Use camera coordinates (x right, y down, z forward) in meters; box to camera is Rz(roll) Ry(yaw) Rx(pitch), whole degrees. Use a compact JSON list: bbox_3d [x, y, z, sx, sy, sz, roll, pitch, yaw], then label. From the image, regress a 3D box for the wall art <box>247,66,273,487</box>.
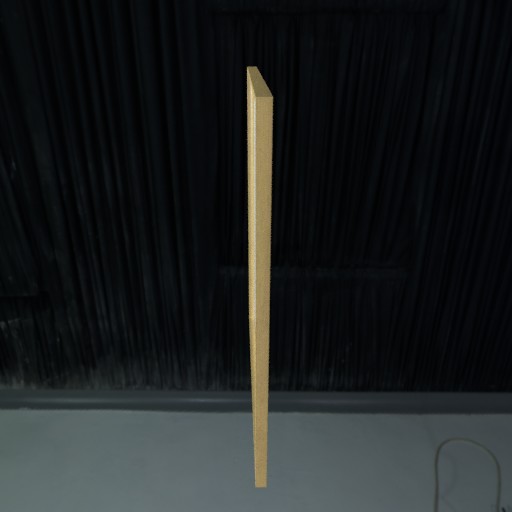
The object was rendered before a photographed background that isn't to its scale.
[{"bbox_3d":[0.000,0.000,1.333,0.030,1.002,0.798,-1,27,-2],"label":"wall art"}]
